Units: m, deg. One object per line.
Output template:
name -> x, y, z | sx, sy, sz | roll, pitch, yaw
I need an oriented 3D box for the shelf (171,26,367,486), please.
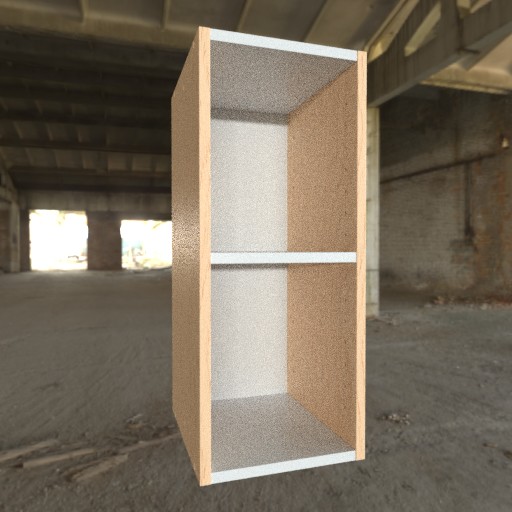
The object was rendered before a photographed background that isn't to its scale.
shelf -> 0.000, 0.000, 0.753 | 0.250, 0.600, 0.290 | 0, 1, -18
